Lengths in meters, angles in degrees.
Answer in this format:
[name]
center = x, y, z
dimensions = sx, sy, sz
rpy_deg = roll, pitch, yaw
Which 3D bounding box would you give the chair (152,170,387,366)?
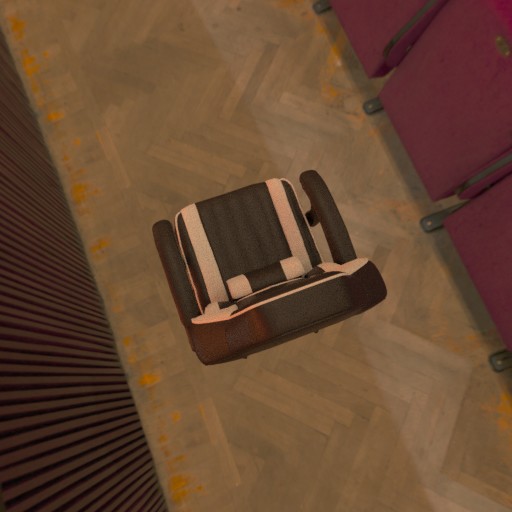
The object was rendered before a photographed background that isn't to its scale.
[chair]
center = 0.000, 0.000, 1.618
dimensions = 0.676, 1.200, 0.700
rpy_deg = -20, 76, -5
